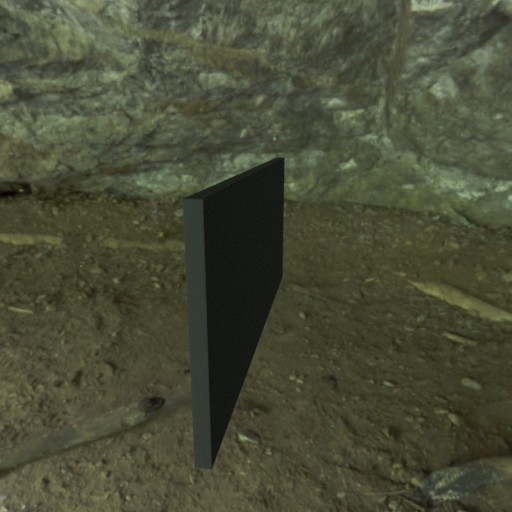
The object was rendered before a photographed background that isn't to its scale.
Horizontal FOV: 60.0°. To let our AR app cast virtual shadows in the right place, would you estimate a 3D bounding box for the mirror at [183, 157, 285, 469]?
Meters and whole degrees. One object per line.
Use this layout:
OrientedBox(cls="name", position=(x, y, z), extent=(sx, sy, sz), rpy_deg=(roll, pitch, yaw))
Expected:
OrientedBox(cls="mirror", position=(0.000, 0.000, 1.791), extent=(0.047, 0.692, 1.584), rpy_deg=(3, 16, 9))
